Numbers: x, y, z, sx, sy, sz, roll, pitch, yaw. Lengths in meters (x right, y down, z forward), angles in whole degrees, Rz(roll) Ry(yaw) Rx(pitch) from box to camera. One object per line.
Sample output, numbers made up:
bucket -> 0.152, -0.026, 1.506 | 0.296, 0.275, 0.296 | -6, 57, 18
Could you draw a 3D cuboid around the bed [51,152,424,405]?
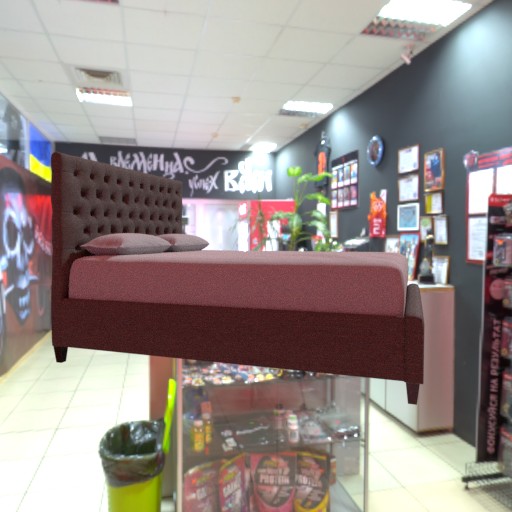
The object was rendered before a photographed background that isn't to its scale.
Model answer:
bed -> 0.000, 0.000, 3.391 | 2.387, 1.427, 1.698 | 1, 3, 19
